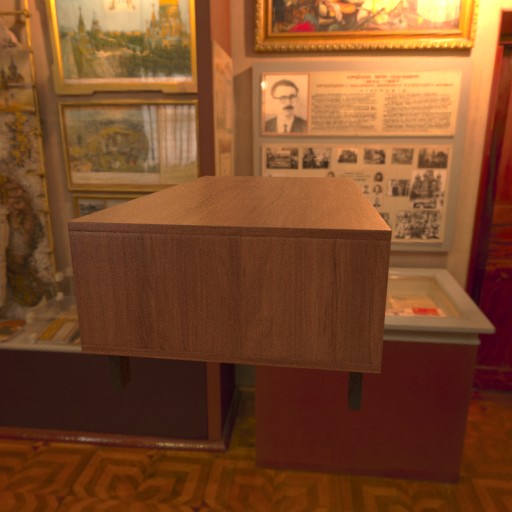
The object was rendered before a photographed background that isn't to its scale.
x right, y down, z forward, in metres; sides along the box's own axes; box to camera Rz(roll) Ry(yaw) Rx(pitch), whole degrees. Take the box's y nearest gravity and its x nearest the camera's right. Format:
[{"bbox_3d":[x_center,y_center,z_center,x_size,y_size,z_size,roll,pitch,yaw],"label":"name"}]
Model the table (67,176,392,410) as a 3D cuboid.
[{"bbox_3d":[0.000,0.000,1.314,0.600,0.380,1.020,2,15,8],"label":"table"}]
